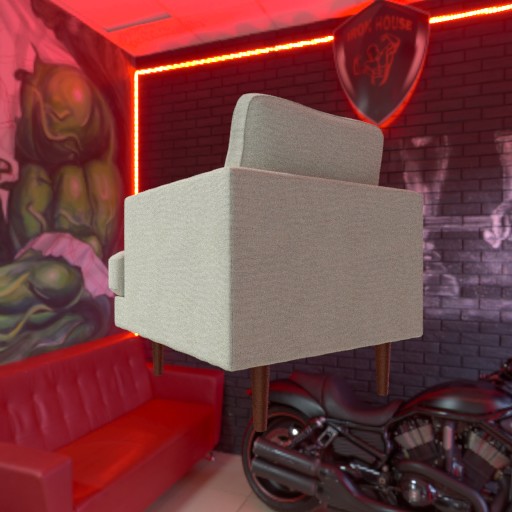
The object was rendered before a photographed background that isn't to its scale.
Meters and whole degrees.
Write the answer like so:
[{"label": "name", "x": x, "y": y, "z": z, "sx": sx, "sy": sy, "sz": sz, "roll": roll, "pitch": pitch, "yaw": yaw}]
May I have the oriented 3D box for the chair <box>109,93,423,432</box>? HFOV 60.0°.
[{"label": "chair", "x": 0.000, "y": 0.000, "z": 1.682, "sx": 0.858, "sy": 0.957, "sz": 0.899, "roll": 0, "pitch": 0, "yaw": -36}]
